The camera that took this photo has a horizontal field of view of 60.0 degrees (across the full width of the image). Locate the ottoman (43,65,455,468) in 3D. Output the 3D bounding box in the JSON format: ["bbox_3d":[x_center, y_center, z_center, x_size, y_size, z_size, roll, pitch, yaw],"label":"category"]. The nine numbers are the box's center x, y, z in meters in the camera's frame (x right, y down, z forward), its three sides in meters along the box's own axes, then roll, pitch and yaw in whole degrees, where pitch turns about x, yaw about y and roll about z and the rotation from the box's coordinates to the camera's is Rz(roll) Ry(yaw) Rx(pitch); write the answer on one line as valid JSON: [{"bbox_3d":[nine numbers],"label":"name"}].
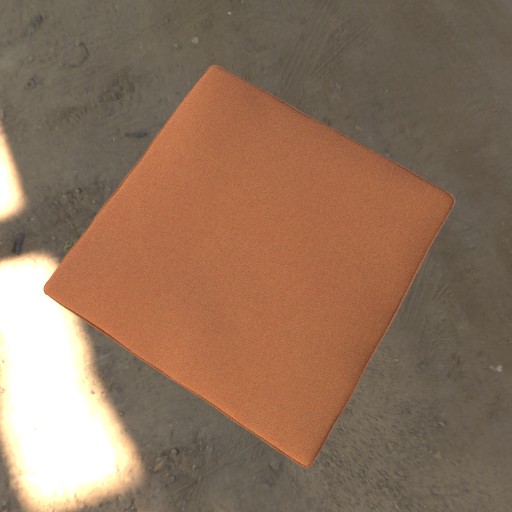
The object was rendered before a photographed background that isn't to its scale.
[{"bbox_3d":[0.000,0.000,1.588,0.999,0.438,0.997,31,78,8],"label":"ottoman"}]
